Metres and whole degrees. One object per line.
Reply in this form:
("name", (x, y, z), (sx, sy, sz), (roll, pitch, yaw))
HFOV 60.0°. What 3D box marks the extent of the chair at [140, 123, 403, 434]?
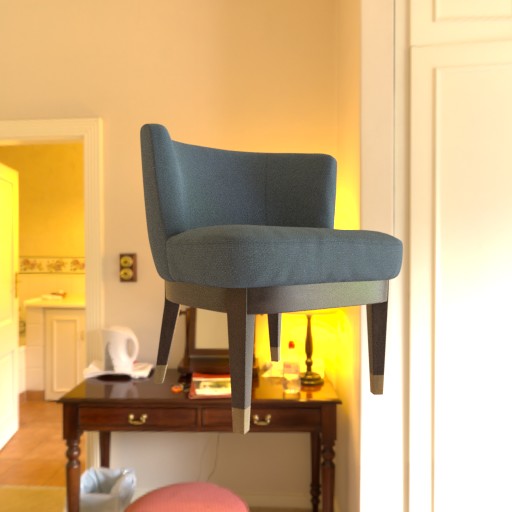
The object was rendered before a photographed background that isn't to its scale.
("chair", (0.000, 0.000, 1.303), (0.661, 0.760, 0.702), (0, 1, -36))
